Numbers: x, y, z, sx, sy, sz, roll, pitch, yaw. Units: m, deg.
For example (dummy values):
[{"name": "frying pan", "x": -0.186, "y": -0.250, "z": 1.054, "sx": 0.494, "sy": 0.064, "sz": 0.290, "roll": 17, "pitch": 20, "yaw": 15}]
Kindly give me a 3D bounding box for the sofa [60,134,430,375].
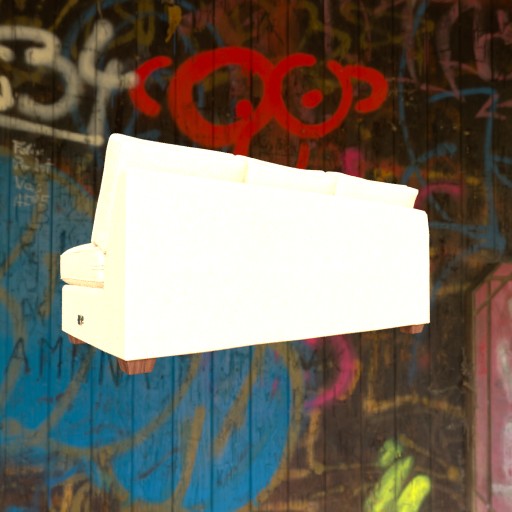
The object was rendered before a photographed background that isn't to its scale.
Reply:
[{"name": "sofa", "x": 0.000, "y": 0.000, "z": 2.598, "sx": 1.962, "sy": 0.946, "sz": 1.034, "roll": 1, "pitch": -2, "yaw": -36}]
